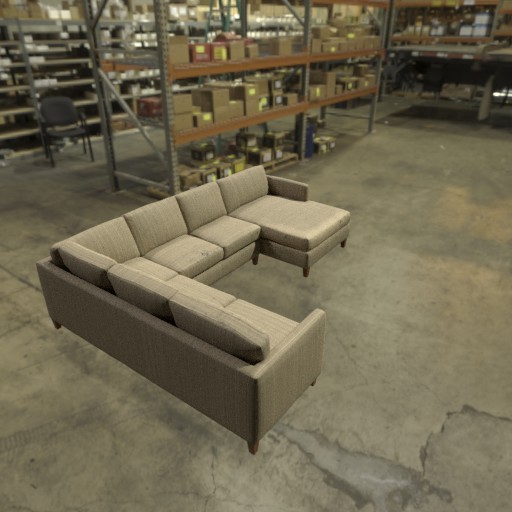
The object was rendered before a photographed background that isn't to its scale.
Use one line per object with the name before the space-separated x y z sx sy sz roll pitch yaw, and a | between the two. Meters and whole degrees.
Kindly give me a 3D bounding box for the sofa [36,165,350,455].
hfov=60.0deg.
sofa | 0.000 0.000 4.749 2.594 0.961 3.460 19 33 32
